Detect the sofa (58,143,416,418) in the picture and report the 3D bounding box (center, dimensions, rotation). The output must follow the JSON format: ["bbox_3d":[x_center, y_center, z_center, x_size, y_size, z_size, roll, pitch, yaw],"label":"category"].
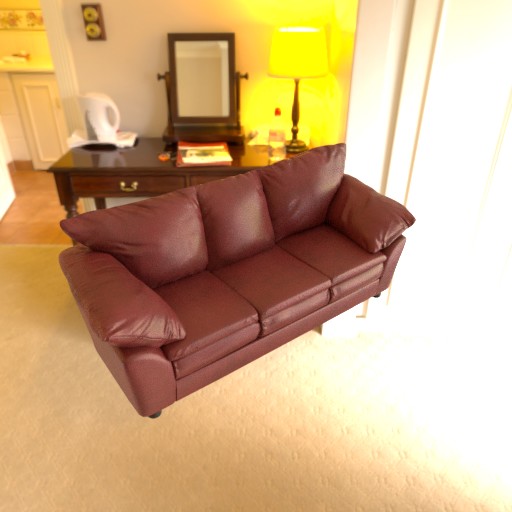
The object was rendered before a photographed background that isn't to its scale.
[{"bbox_3d":[0.000,0.000,2.996,2.390,1.091,0.907,-21,36,-32],"label":"sofa"}]
